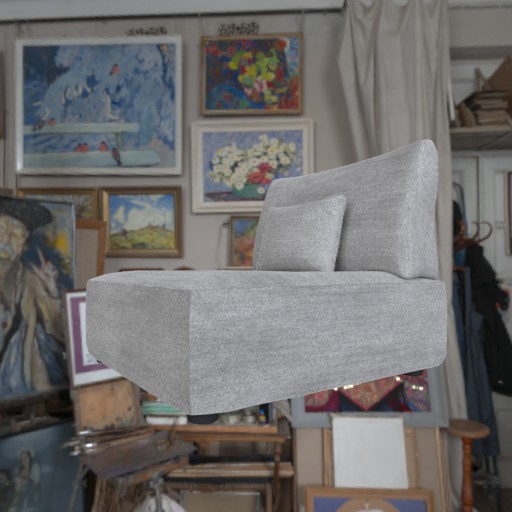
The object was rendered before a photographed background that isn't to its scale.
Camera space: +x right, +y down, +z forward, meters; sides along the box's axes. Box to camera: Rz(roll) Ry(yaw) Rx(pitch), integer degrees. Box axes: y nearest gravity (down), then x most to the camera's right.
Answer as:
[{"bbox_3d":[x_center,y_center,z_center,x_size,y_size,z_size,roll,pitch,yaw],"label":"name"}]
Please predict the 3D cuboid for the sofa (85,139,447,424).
[{"bbox_3d":[0.000,0.000,1.661,1.000,0.820,0.930,1,-2,-35],"label":"sofa"}]
